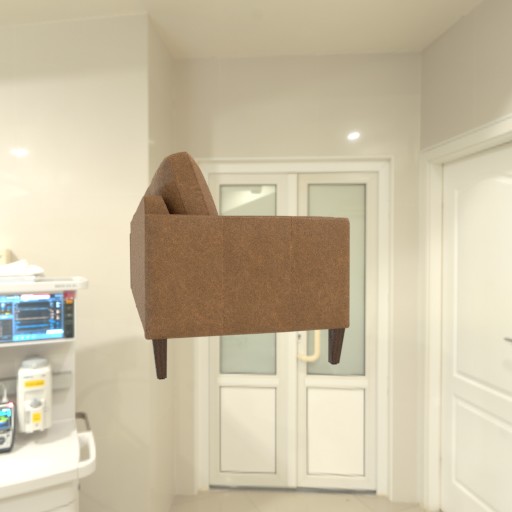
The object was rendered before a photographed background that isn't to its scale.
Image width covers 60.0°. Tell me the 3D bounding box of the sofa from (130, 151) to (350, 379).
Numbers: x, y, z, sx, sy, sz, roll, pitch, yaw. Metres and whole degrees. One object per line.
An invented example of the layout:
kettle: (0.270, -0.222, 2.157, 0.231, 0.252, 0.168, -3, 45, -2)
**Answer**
sofa: (0.000, 0.000, 2.837, 1.506, 0.876, 2.178, 0, 1, -17)
